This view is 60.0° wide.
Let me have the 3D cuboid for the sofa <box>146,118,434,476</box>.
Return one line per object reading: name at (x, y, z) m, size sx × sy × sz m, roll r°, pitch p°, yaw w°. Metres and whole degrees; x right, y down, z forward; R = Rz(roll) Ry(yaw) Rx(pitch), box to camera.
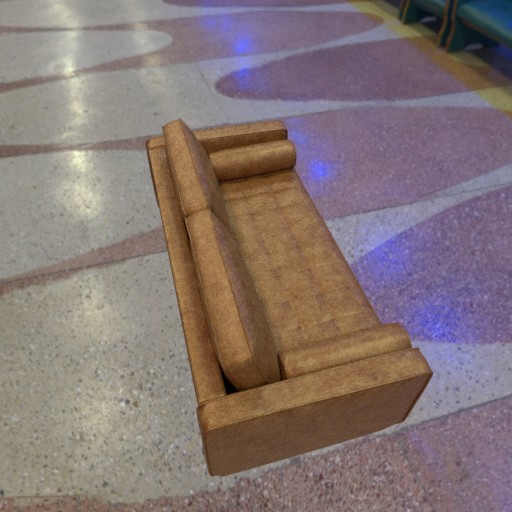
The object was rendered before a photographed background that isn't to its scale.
sofa at (0.000, 0.000, 2.365) m, size 0.924 × 0.825 × 1.920 m, roll -11°, pitch 48°, yaw -10°
